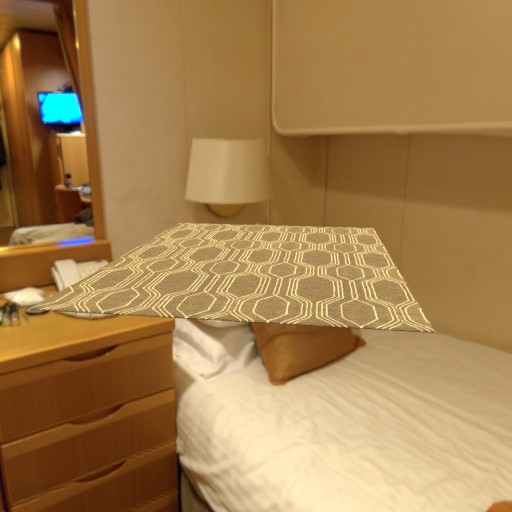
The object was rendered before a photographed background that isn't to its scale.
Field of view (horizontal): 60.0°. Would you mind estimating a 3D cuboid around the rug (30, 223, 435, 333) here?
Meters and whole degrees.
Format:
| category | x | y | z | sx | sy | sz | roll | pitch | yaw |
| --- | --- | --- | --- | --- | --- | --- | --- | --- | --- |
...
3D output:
| category | x | y | z | sx | sy | sz | roll | pitch | yaw |
| --- | --- | --- | --- | --- | --- | --- | --- | --- | --- |
| rug | 0.000 | 0.000 | 4.097 | 2.457 | 0.012 | 3.062 | 2 | 15 | 8 |
